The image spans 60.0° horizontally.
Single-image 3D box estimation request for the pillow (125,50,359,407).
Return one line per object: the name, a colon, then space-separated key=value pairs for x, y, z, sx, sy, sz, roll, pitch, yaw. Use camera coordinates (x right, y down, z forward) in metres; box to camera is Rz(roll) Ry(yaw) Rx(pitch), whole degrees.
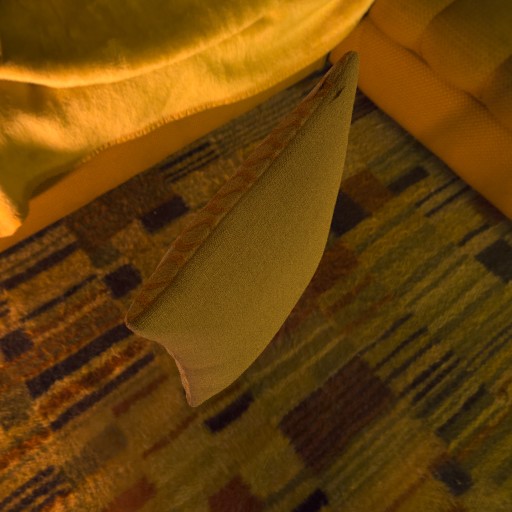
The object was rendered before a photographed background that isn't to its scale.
pillow: x=0.000 y=0.000 z=0.656 sx=0.159 sy=0.436 sz=0.429 roll=29 pitch=67 yaw=14
